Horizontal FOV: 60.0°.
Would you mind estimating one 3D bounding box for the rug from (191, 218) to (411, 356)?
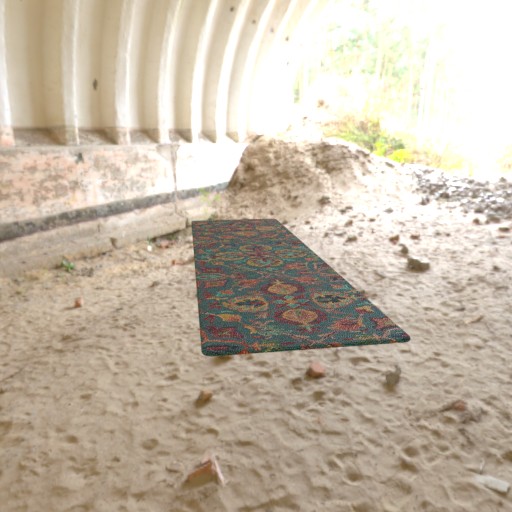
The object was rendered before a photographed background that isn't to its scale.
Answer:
[{"bbox_3d":[0.000,0.000,2.481,0.686,0.013,2.286,-2,15,-9],"label":"rug"}]
